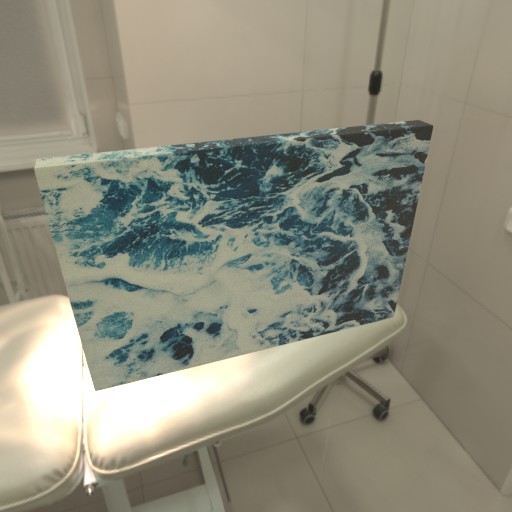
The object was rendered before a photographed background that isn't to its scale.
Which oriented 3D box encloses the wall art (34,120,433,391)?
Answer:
[{"bbox_3d":[0.000,0.000,0.768,0.609,0.407,0.043,-10,33,-17],"label":"wall art"}]
